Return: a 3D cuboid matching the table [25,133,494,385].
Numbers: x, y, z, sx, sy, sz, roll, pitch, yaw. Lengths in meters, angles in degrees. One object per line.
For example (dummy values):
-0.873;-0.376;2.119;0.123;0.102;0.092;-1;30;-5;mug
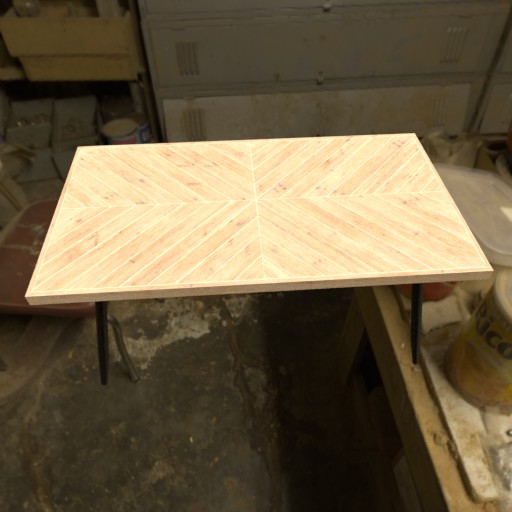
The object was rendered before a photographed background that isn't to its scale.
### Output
0.000;0.000;2.315;1.803;0.762;0.991;-3;47;-3;table
